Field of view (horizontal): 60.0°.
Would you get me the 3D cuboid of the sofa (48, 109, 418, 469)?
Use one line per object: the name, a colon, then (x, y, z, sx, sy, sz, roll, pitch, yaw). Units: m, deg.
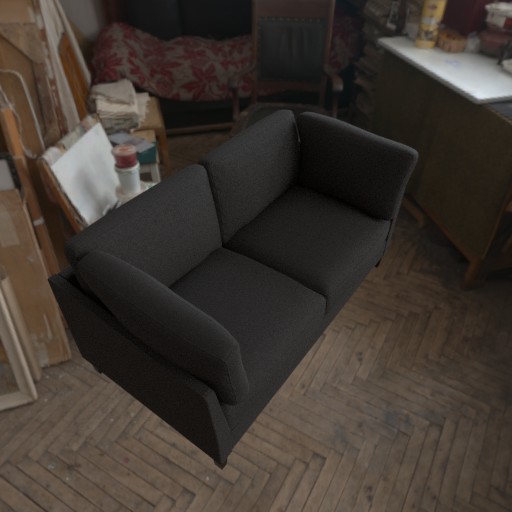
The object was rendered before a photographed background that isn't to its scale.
sofa: (0.000, 0.000, 2.334, 0.969, 0.920, 1.751, 26, 48, 26)
